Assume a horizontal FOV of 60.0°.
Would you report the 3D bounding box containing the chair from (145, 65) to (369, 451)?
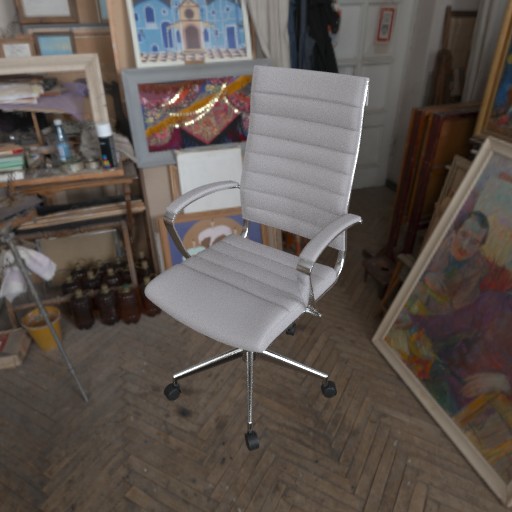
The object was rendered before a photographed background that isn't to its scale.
[{"bbox_3d":[0.000,0.000,1.571,0.679,1.149,0.667,20,37,29],"label":"chair"}]
